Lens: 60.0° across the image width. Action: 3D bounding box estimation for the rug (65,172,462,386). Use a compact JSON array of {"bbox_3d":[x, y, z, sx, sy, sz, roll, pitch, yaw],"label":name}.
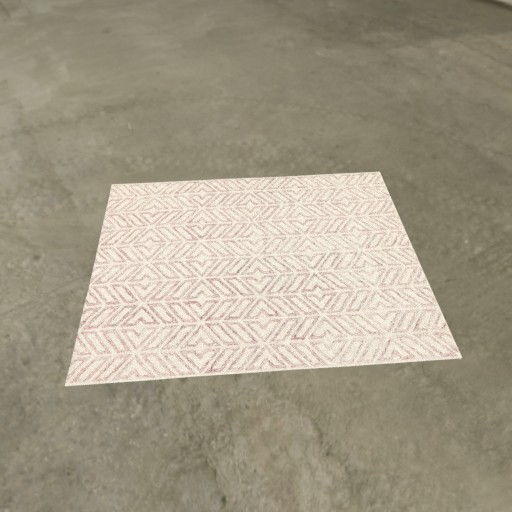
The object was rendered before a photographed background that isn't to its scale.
[{"bbox_3d":[0.000,0.000,4.203,3.045,0.008,2.421,-3,47,-3],"label":"rug"}]
